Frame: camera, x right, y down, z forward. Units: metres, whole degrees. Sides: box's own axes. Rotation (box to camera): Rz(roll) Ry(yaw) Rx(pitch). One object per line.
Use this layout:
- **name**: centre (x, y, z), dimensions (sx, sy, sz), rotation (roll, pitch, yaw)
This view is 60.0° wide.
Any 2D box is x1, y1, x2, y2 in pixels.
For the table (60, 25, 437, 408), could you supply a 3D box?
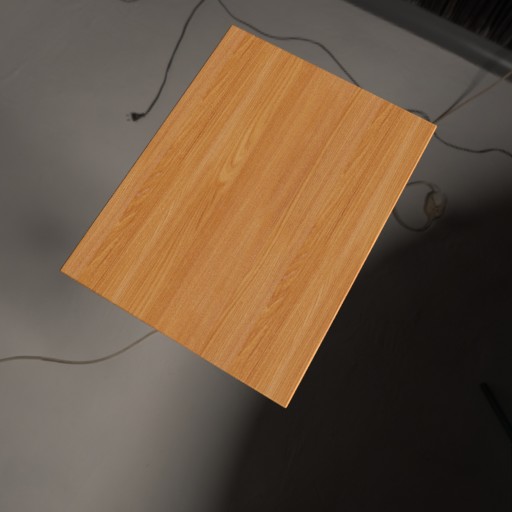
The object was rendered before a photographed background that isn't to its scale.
- **table**: centre (0.000, 0.000, 0.746), dimensions (0.270, 0.550, 0.350), rotation (29, 78, 7)
